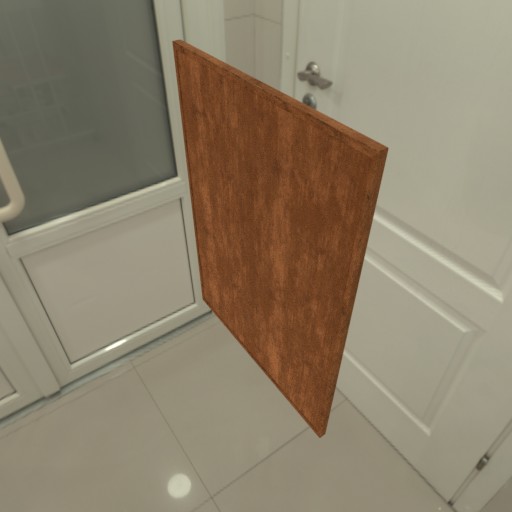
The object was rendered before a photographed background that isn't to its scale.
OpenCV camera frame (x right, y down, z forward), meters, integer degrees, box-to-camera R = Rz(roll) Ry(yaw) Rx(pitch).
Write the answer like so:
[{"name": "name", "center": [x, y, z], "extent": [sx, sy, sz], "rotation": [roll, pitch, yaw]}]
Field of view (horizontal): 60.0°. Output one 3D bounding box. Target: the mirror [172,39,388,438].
[{"name": "mirror", "center": [0.000, 0.000, 1.408], "extent": [0.028, 1.099, 0.796], "rotation": [-26, 48, -26]}]
